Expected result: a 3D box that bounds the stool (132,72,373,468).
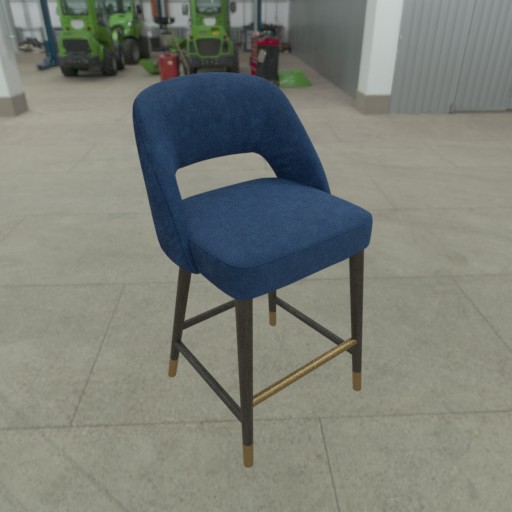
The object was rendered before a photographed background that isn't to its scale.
[{"bbox_3d":[0.000,0.000,1.262,0.536,0.925,0.524,-21,36,-32],"label":"stool"}]
